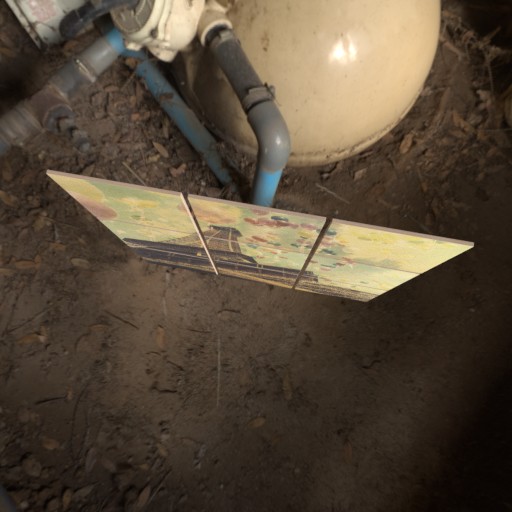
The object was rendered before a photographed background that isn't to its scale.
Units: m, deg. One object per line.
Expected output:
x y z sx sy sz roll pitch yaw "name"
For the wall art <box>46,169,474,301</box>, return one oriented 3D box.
0.000 0.000 1.838 1.219 1.218 0.013 10 77 2 "wall art"
